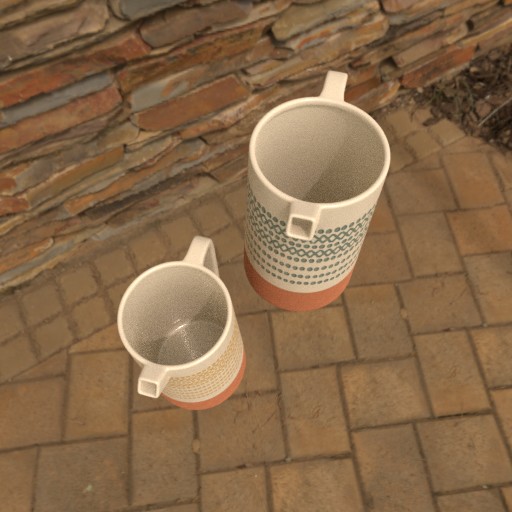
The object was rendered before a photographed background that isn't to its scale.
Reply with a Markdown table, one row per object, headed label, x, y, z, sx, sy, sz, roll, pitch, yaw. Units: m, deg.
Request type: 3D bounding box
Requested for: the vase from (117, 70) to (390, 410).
| label | x | y | z | sx | sy | sz | roll | pitch | yaw |
| --- | --- | --- | --- | --- | --- | --- | --- | --- | --- |
| vase | 0.000 | 0.000 | 0.468 | 0.326 | 0.247 | 0.168 | -33 | 68 | -15 |
